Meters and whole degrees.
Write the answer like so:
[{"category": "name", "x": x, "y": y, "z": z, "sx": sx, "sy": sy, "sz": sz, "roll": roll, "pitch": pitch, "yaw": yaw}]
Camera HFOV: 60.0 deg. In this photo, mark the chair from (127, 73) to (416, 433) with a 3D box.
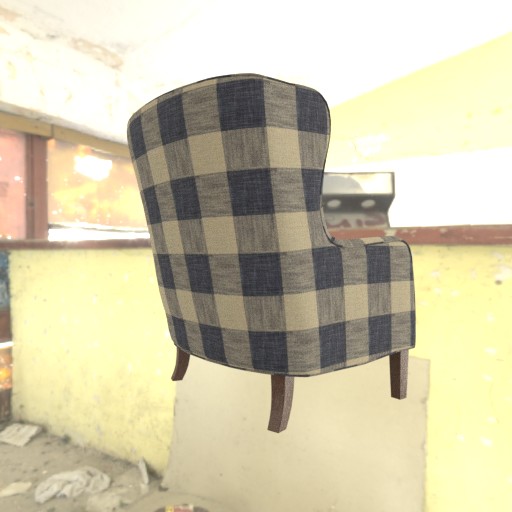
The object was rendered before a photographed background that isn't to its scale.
[{"category": "chair", "x": 0.000, "y": 0.000, "z": 1.699, "sx": 0.889, "sy": 1.041, "sz": 0.830, "roll": 0, "pitch": 0, "yaw": -37}]
